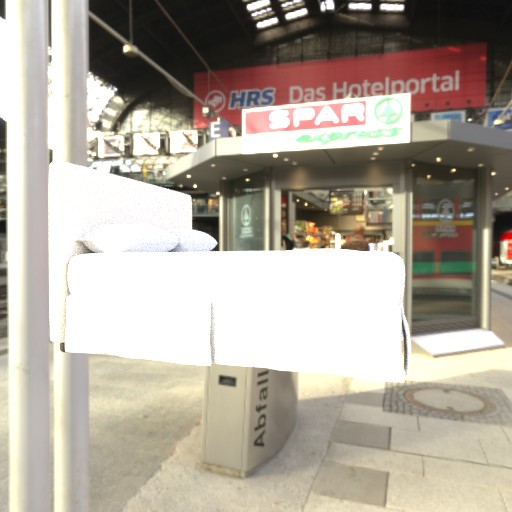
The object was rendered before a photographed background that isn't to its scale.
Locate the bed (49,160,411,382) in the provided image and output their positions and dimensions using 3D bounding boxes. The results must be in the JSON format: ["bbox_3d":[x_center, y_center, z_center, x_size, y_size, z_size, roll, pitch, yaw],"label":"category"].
[{"bbox_3d":[0.000,0.000,3.601,2.341,1.317,2.119,0,1,17],"label":"bed"}]
